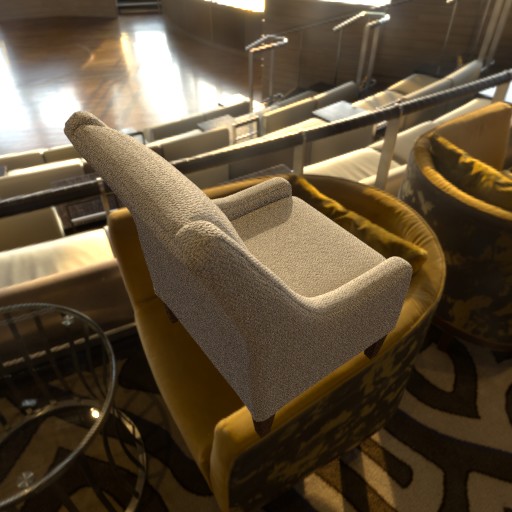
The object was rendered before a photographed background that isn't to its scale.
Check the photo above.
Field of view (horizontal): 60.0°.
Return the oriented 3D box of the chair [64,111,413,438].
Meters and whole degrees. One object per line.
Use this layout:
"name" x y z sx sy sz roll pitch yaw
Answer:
"chair" 0.000 0.000 1.578 0.870 1.014 0.774 -26 48 -26
